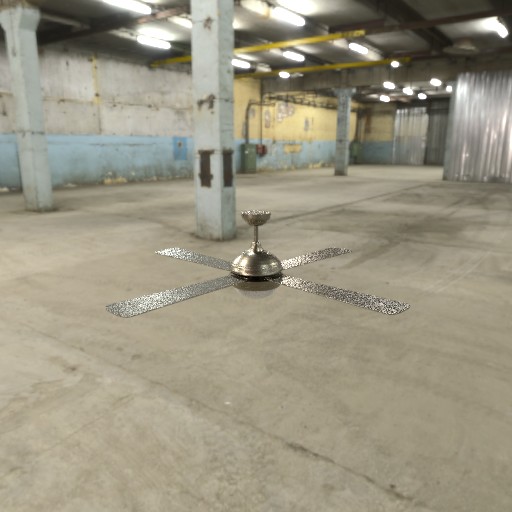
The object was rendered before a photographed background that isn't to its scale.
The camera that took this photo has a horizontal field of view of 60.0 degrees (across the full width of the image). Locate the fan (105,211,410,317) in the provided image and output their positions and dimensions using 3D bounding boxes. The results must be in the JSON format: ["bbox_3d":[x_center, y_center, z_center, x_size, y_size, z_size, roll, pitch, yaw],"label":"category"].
[{"bbox_3d":[0.000,0.000,1.938,1.321,0.381,1.321,-6,14,-25],"label":"fan"}]
